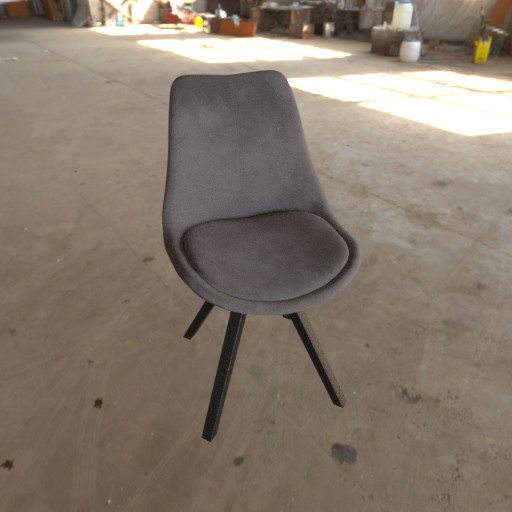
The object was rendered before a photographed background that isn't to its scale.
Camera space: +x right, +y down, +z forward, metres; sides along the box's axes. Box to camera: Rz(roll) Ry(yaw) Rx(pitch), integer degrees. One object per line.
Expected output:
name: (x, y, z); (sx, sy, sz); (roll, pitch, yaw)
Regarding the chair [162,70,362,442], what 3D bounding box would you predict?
chair: (0.000, 0.000, 1.204); (0.476, 0.850, 0.550); (-9, 34, -14)
